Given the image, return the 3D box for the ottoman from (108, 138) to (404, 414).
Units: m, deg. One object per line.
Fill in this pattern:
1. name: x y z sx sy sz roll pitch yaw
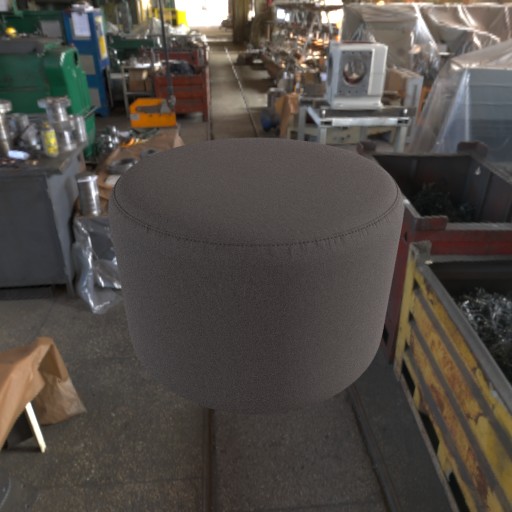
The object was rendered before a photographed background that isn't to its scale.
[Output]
1. ottoman: 0.000 0.000 1.021 0.608 0.433 0.608 0 30 0
